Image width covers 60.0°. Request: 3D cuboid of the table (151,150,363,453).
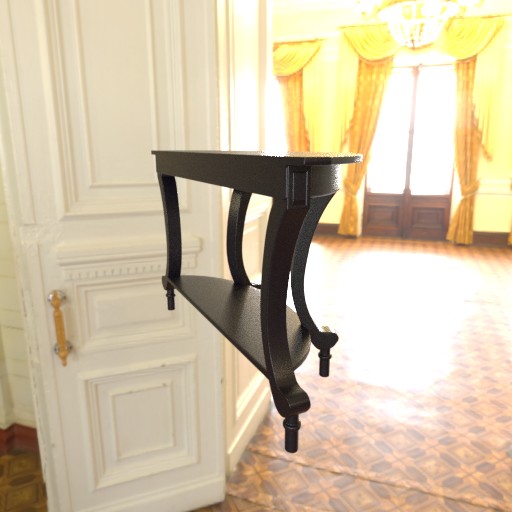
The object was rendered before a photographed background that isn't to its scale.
[{"bbox_3d":[0.000,0.000,1.515,0.394,0.692,1.198,-7,16,-25],"label":"table"}]
